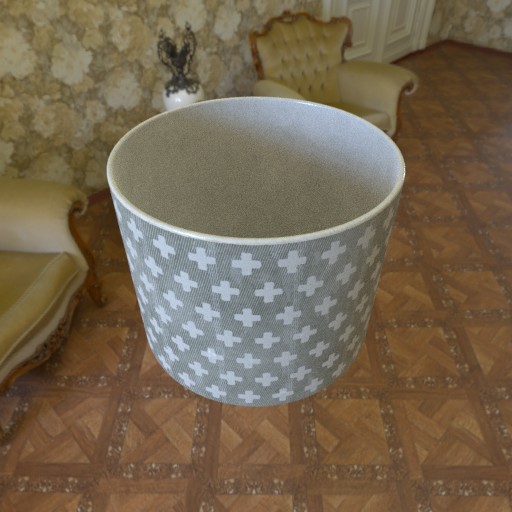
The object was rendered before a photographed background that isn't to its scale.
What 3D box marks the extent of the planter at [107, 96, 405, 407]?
[{"bbox_3d":[0.000,0.000,0.349,0.190,0.181,0.190,0,41,0],"label":"planter"}]
